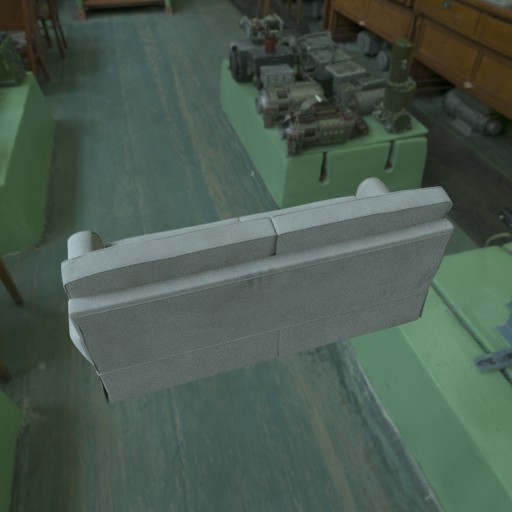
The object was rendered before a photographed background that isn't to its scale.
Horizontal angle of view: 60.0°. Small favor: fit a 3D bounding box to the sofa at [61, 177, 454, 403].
[{"bbox_3d":[0.000,0.000,2.801,2.246,1.014,0.900,-12,44,-13],"label":"sofa"}]
